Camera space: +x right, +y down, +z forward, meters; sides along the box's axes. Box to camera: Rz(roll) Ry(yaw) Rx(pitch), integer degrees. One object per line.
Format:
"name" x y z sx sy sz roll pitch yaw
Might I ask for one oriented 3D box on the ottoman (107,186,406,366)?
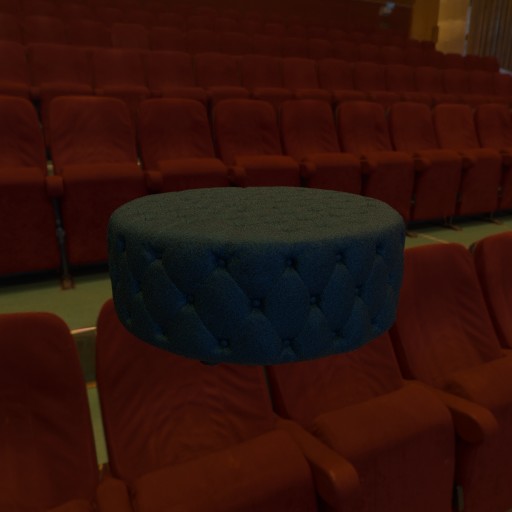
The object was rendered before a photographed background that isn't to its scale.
"ottoman" 0.000 0.000 1.565 0.998 0.398 0.998 0 16 0
